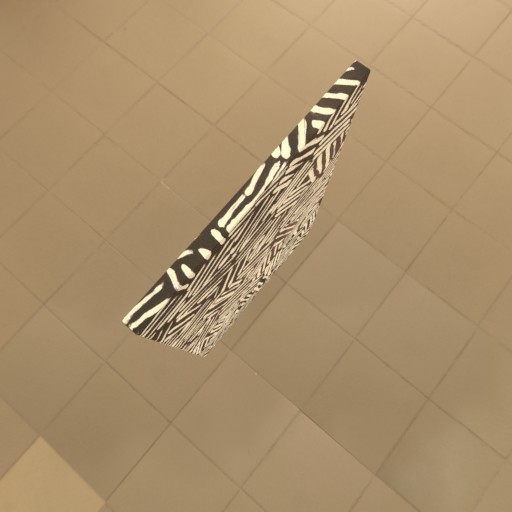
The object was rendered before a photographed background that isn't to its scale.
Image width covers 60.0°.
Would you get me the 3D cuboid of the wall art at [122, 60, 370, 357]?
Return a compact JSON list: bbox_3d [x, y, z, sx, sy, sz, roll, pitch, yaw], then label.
[{"bbox_3d":[0.000,0.000,1.185,0.035,0.918,0.615,38,78,9],"label":"wall art"}]
